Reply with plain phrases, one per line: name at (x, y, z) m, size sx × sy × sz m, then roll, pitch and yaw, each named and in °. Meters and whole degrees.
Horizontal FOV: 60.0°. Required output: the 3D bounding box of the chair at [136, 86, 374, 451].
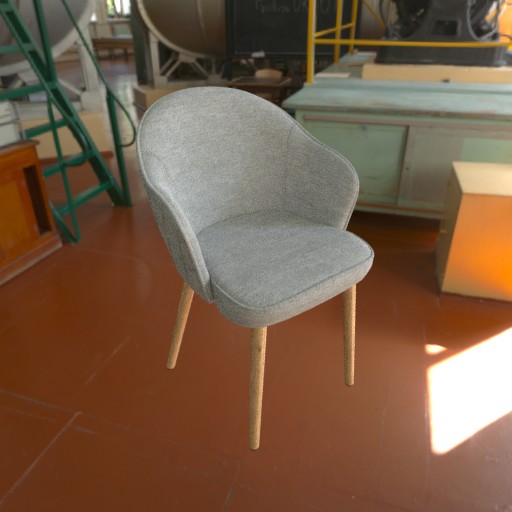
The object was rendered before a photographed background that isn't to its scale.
chair at (0.000, 0.000, 1.192) m, size 0.540 × 0.800 × 0.530 m, roll -21°, pitch 35°, yaw -32°
